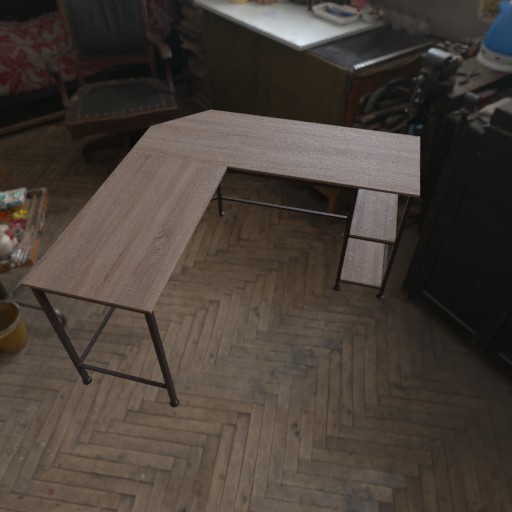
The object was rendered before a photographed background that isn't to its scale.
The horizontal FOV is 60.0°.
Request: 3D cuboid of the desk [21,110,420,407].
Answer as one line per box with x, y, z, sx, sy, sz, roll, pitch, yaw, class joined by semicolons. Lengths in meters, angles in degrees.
0.000;0.000;2.193;1.379;0.739;1.379;11;47;10;desk
